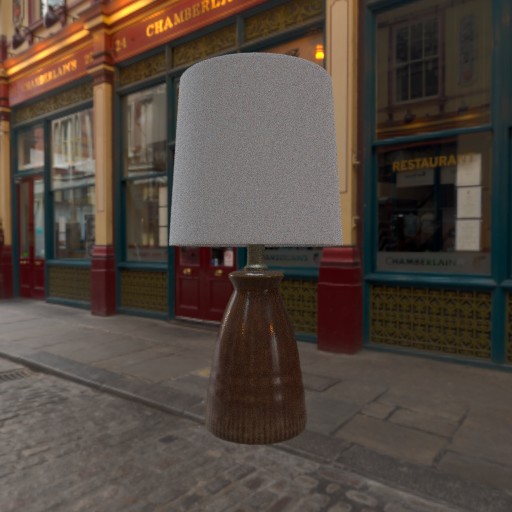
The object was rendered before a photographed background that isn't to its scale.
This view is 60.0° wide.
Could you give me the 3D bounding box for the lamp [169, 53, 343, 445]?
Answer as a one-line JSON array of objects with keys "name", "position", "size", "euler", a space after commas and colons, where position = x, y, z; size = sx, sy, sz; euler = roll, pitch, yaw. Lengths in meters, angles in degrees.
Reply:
[{"name": "lamp", "position": [0.000, 0.000, 0.484], "size": [0.186, 0.369, 0.186], "euler": [0, 0, 0]}]
